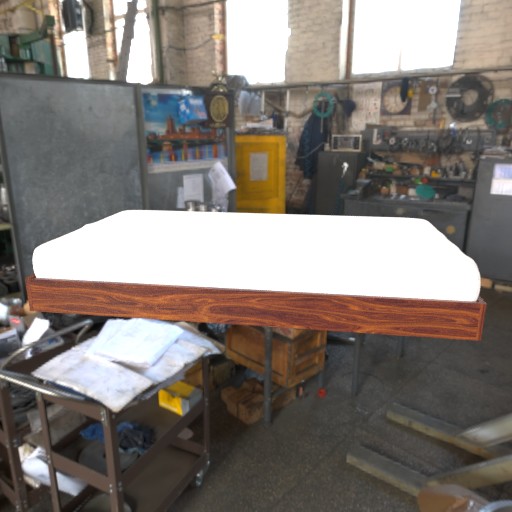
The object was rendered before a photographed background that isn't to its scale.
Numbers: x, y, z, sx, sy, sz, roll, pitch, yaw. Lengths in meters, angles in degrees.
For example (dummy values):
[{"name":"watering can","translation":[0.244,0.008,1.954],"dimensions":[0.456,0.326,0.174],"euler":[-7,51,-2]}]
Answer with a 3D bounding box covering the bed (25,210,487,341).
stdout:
[{"name":"bed","translation":[0.000,0.000,2.209],"dimensions":[1.860,0.312,0.940],"euler":[2,17,8]}]
